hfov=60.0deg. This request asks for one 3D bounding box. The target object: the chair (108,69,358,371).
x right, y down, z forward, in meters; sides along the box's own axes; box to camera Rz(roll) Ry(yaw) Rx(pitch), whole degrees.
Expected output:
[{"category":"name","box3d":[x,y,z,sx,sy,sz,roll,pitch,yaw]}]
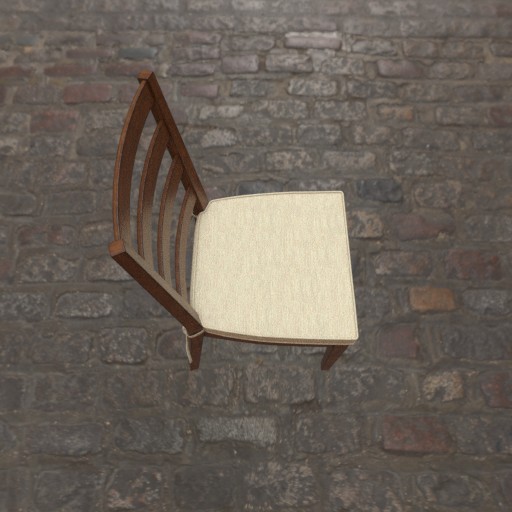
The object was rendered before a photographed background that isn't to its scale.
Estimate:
[{"category":"chair","box3d":[0.000,0.000,1.375,0.595,0.979,0.593,0,63,0]}]
